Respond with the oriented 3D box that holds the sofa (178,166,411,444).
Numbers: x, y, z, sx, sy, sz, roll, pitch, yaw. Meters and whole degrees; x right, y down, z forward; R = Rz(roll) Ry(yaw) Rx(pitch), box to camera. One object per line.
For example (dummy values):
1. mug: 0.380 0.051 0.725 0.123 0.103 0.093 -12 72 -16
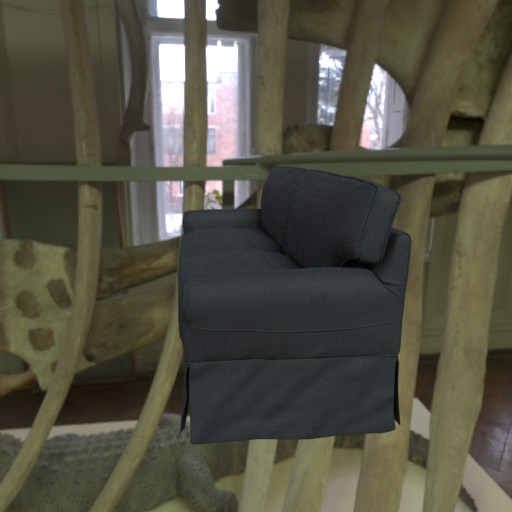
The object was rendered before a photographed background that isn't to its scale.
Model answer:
1. sofa: 0.000 0.000 2.835 0.983 1.094 2.256 -2 13 -9
